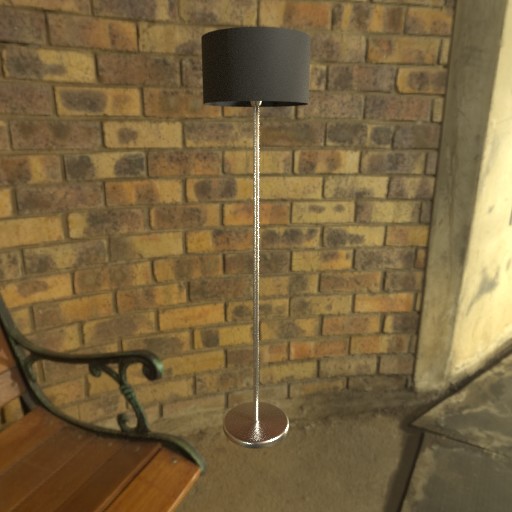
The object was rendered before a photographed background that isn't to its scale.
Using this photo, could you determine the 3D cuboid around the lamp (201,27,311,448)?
[{"bbox_3d":[0.000,0.000,1.615,0.348,1.443,0.348,-2,16,-7],"label":"lamp"}]
